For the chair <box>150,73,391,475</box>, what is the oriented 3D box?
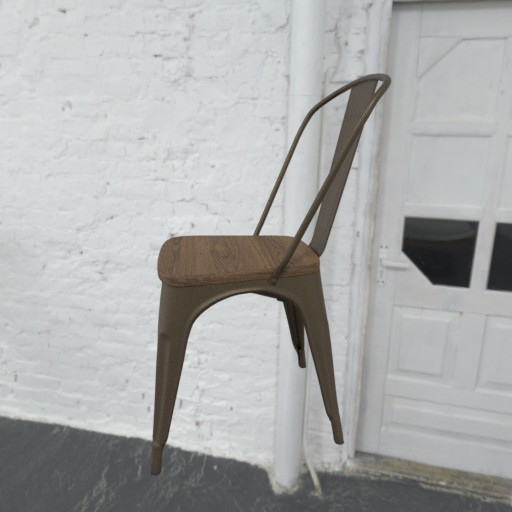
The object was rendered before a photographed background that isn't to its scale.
[{"bbox_3d":[0.000,0.000,1.099,0.532,0.844,0.451,-2,16,-8],"label":"chair"}]
